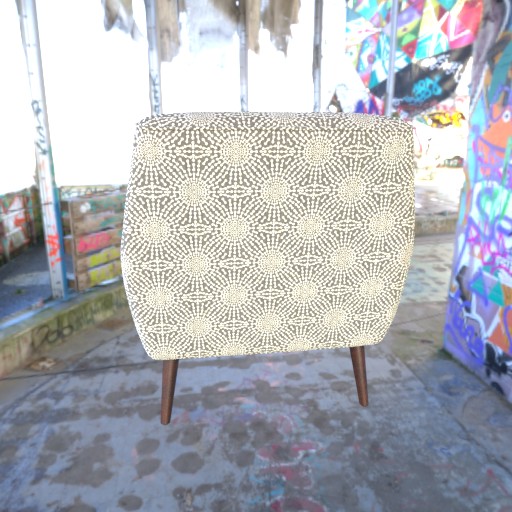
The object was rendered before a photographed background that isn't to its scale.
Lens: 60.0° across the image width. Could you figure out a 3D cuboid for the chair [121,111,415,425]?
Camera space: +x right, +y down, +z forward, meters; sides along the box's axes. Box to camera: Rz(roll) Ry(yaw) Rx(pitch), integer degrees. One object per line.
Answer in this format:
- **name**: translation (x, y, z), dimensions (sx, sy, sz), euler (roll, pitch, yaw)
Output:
- **chair**: translation (0.000, 0.000, 1.416), dimensions (0.762, 0.838, 0.787), euler (-2, 15, -8)
